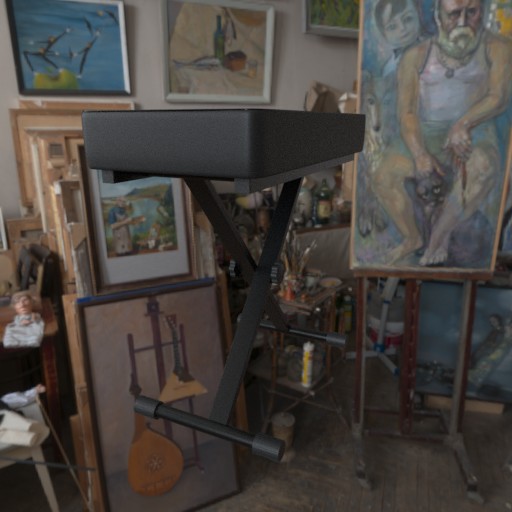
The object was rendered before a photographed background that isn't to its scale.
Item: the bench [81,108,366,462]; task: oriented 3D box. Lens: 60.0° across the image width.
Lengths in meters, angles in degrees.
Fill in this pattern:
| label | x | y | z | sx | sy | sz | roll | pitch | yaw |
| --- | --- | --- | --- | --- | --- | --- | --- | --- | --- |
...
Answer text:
| label | x | y | z | sx | sy | sz | roll | pitch | yaw |
| --- | --- | --- | --- | --- | --- | --- | --- | --- | --- |
| bench | 0.000 | 0.000 | 0.913 | 0.300 | 0.561 | 0.600 | 8 | 19 | 24 |
